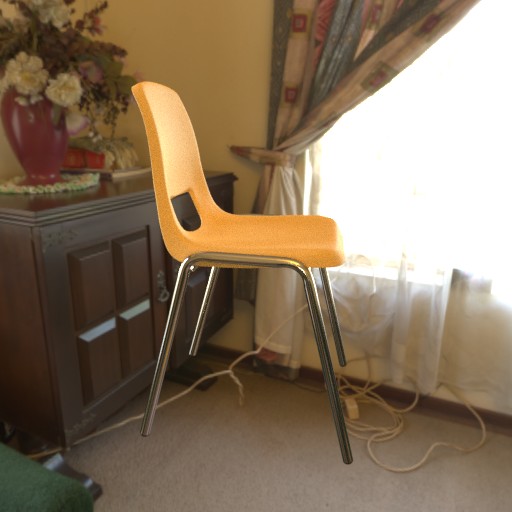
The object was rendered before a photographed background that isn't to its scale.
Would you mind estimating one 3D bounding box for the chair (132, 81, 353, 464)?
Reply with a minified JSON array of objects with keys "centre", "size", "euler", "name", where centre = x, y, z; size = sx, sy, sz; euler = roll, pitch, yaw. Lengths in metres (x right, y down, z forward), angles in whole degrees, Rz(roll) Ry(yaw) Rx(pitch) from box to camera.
[{"centre":[0.000,0.000,0.956],"size":[0.436,0.704,0.381],"euler":[3,17,9],"name":"chair"}]
